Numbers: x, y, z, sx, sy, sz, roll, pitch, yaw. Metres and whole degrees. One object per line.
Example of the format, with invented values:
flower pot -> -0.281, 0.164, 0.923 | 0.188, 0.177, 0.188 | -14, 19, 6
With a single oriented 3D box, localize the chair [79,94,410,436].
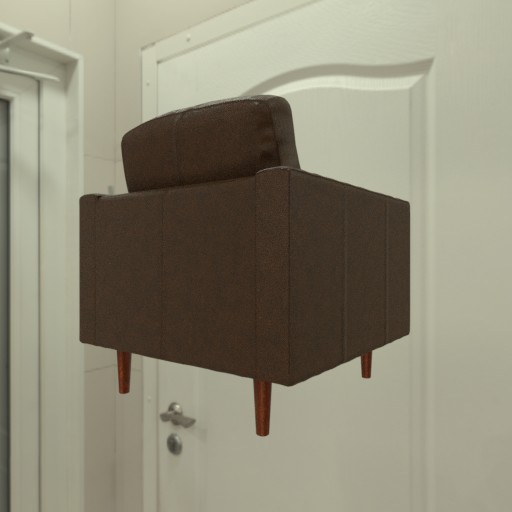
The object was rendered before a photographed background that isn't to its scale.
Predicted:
chair -> 0.000, 0.000, 1.662 | 0.890, 0.956, 0.909 | 0, 0, 37
